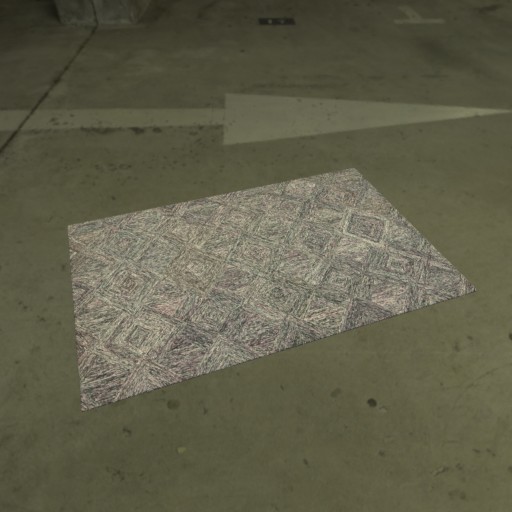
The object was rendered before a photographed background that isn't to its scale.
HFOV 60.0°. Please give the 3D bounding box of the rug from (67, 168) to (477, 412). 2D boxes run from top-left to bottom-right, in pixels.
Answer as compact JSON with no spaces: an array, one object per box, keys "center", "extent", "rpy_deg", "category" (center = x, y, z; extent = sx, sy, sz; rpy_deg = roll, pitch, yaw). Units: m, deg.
[{"center":[0.000,0.000,2.907],"extent":[2.298,0.017,1.501],"rpy_deg":[-14,44,-15],"category":"rug"}]
